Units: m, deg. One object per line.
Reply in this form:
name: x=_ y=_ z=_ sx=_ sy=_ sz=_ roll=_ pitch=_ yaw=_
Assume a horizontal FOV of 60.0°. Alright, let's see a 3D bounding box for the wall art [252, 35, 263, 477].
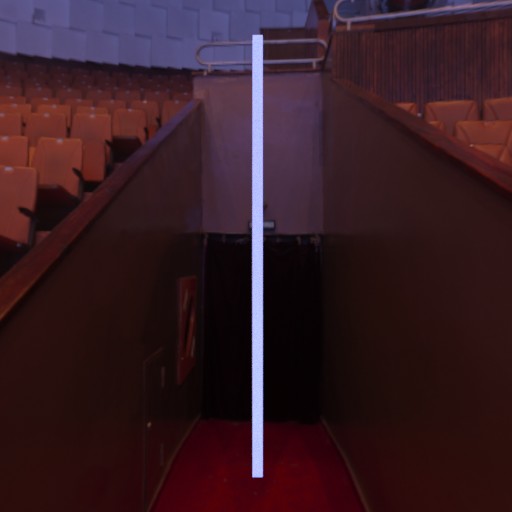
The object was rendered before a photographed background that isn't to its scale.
wall art: x=0.000 y=0.000 z=0.863 sx=0.015 sy=0.577 sz=0.572 roll=0 pitch=0 yaw=-1
